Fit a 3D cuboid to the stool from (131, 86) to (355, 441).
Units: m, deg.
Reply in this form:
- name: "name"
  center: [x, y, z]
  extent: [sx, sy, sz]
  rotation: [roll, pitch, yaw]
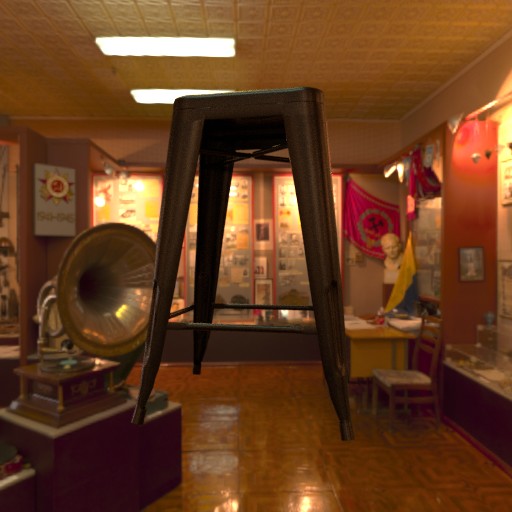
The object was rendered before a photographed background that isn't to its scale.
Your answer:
- name: "stool"
  center: [0.000, 0.000, 0.934]
  extent: [0.455, 0.609, 0.423]
  rotation: [0, 0, 0]
